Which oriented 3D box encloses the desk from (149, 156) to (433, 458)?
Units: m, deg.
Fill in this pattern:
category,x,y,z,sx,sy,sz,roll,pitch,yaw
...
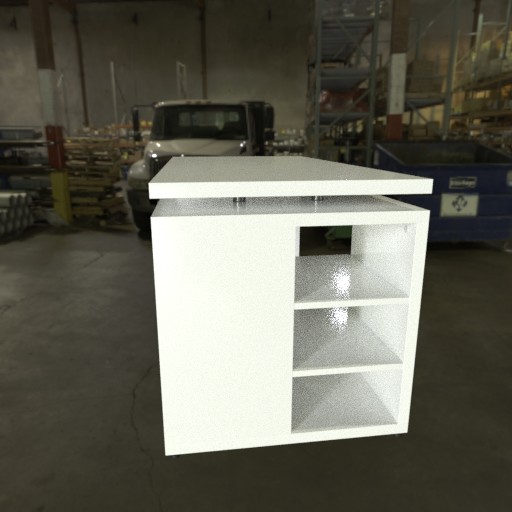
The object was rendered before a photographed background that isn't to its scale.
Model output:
category,x,y,z,sx,sy,sz,roll,pitch,yaw
desk,0.000,0.000,1.817,0.690,0.740,1.400,-2,15,-8
